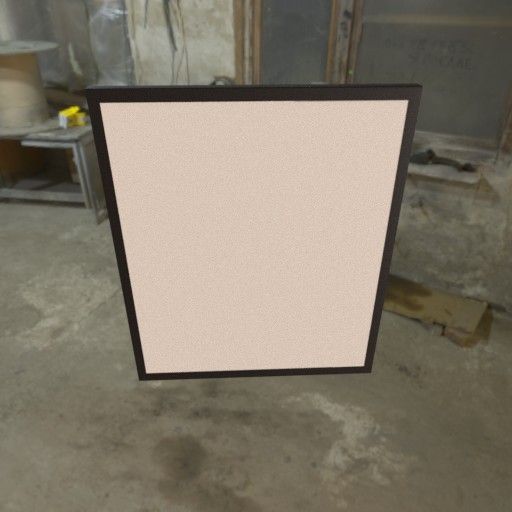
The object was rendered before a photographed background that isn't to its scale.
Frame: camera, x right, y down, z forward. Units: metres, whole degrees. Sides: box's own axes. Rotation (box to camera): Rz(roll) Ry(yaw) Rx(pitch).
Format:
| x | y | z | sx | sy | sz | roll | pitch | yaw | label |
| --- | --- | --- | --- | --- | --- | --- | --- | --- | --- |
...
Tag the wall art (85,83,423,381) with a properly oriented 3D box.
| x | y | z | sx | sy | sz | roll | pitch | yaw | label |
| --- | --- | --- | --- | --- | --- | --- | --- | --- | --- |
| 0.000 | 0.000 | 0.701 | 0.430 | 0.509 | 0.021 | -1 | 30 | -2 | wall art |
